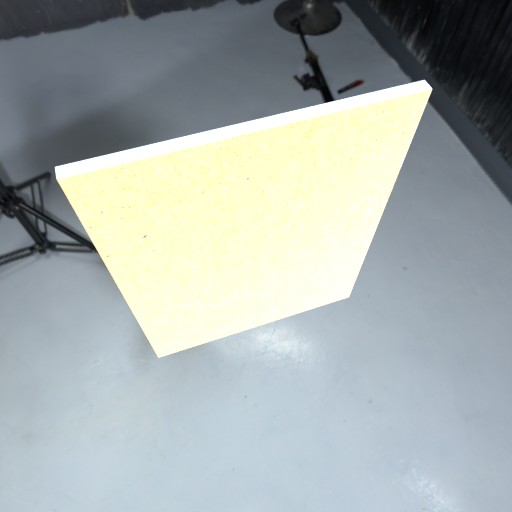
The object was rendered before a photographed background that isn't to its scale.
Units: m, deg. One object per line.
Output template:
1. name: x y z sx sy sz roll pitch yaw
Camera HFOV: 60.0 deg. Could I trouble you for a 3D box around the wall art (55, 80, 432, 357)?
1. wall art: 0.000 0.000 0.806 0.481 0.613 0.020 -16 60 -10
